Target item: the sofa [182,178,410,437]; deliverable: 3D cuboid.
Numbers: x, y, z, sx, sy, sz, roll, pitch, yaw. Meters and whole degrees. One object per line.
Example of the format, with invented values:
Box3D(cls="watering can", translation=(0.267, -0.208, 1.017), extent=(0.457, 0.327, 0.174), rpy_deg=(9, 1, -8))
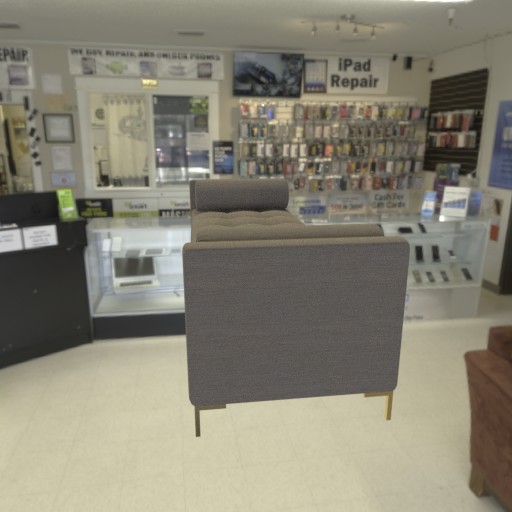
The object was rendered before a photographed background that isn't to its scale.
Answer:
Box3D(cls="sofa", translation=(0.000, 0.000, 2.308), extent=(0.686, 0.635, 1.981), rpy_deg=(-2, 15, -7))
